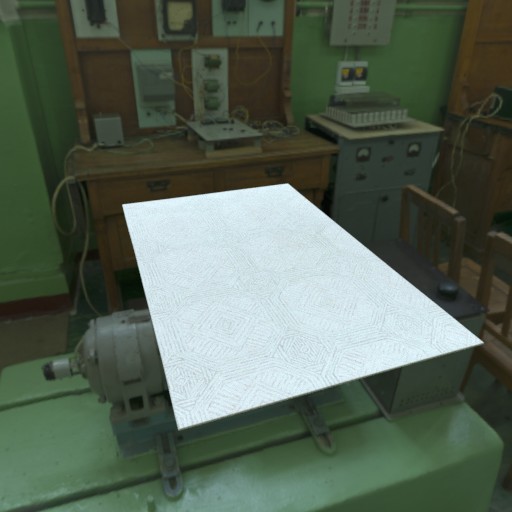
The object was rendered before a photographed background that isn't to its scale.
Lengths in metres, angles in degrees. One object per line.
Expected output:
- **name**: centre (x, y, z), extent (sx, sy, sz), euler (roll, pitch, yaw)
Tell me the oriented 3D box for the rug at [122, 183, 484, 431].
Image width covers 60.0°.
- **rug**: centre (0.000, 0.000, 2.965), extent (1.524, 0.008, 2.440), euler (-10, 31, -17)
